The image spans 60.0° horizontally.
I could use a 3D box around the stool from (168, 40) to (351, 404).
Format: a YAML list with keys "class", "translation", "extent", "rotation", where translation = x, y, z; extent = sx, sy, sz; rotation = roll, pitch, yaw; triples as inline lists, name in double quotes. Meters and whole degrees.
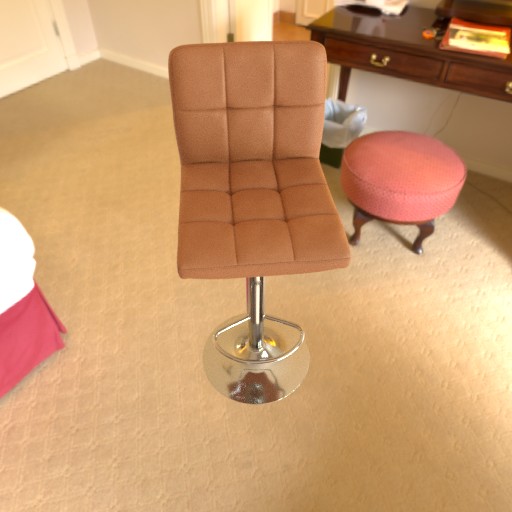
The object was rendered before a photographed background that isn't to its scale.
- class: "stool"
  translation: [0.000, 0.000, 1.378]
  extent: [0.430, 1.115, 0.505]
  rotation: [-4, 45, -4]
